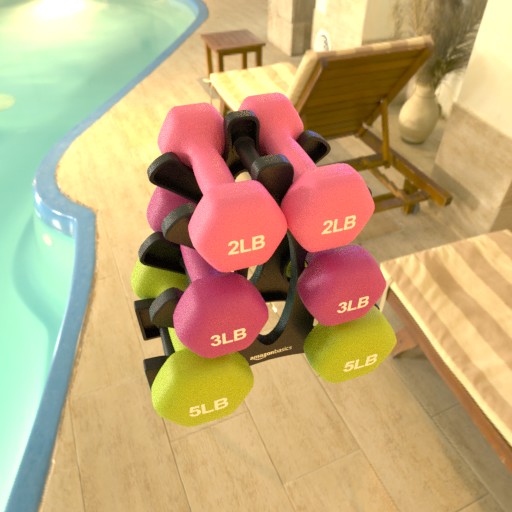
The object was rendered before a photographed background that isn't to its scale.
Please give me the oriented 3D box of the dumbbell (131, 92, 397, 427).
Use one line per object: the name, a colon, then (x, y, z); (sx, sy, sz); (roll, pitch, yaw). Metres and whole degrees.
dumbbell: (0.000, 0.000, 0.440); (0.257, 0.261, 0.203); (-12, 44, -13)
